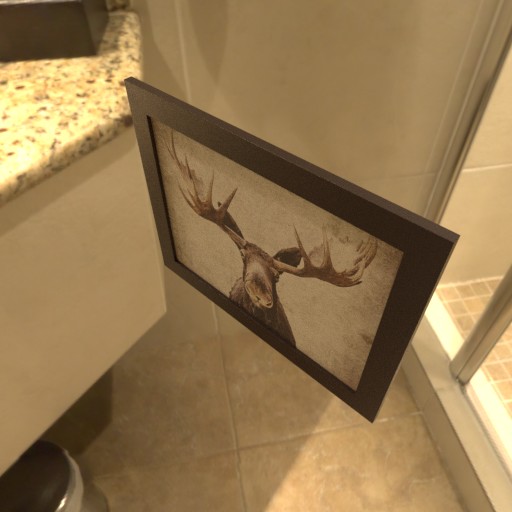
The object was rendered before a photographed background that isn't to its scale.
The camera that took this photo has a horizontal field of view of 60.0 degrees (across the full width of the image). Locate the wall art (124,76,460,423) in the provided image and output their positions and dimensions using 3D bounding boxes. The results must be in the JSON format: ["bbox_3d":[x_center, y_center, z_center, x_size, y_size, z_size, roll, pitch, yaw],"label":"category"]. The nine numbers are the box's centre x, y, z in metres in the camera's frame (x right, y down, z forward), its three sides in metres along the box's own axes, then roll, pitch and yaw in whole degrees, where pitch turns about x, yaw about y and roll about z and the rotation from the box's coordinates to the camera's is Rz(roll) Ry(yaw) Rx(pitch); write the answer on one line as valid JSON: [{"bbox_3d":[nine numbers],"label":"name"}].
[{"bbox_3d":[0.000,0.000,1.609,1.207,0.952,0.034,33,55,28],"label":"wall art"}]
